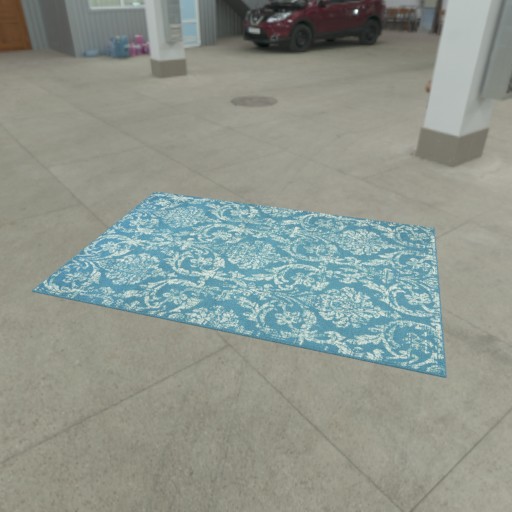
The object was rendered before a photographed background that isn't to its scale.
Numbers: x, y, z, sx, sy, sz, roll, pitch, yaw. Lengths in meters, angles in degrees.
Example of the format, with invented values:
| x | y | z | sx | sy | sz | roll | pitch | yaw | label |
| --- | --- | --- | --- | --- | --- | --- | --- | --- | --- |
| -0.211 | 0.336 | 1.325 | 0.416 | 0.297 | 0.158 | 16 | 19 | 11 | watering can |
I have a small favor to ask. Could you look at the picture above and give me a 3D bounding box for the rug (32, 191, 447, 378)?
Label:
| x | y | z | sx | sy | sz | roll | pitch | yaw | label |
| --- | --- | --- | --- | --- | --- | --- | --- | --- | --- |
| 0.000 | 0.000 | 3.514 | 2.746 | 0.018 | 1.816 | 9 | 33 | 14 | rug |
